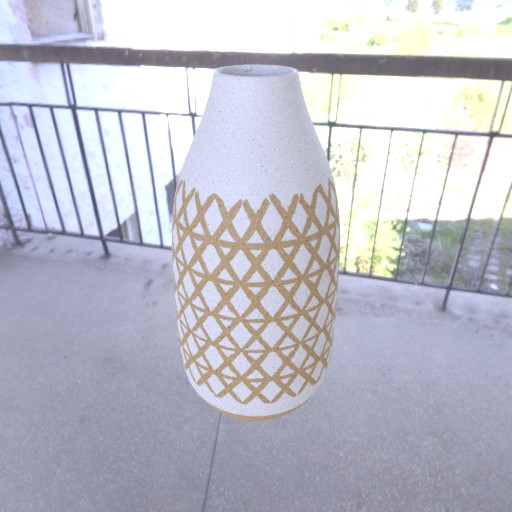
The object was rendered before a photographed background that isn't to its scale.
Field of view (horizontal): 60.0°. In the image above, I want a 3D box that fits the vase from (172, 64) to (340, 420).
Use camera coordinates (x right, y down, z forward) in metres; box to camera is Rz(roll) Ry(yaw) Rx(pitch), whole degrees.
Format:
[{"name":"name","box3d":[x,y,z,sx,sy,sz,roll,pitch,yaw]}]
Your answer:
[{"name":"vase","box3d":[0.000,0.000,0.487,0.186,0.380,0.186,0,30,0]}]
